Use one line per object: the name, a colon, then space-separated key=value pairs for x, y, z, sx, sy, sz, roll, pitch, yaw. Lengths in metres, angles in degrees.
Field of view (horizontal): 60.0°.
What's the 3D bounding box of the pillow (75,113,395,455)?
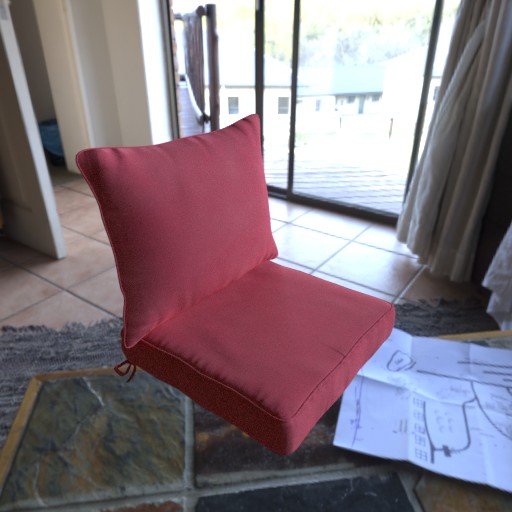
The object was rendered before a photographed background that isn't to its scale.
pillow: x=0.000 y=0.000 z=1.394 sx=0.733 sy=0.725 sz=0.798 roll=19 pitch=32 yaw=33
